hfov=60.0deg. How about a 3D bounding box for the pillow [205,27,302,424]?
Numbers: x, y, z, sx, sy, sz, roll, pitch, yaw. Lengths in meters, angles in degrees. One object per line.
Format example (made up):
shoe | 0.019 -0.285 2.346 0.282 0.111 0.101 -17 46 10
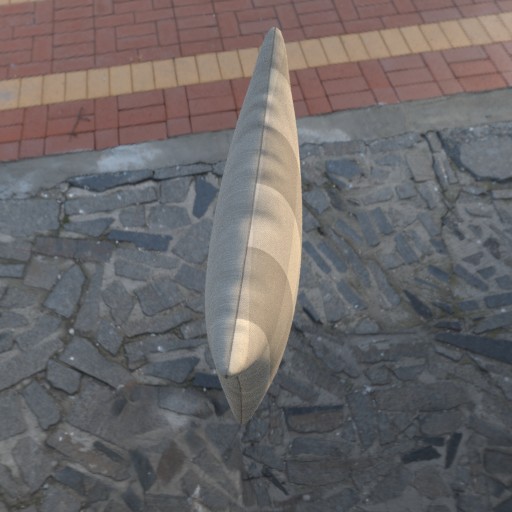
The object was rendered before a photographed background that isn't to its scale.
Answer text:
pillow | 0.000 0.000 0.770 0.161 0.509 0.511 6 64 3
